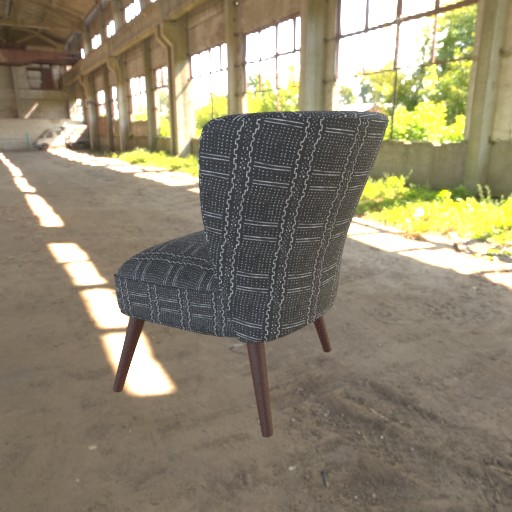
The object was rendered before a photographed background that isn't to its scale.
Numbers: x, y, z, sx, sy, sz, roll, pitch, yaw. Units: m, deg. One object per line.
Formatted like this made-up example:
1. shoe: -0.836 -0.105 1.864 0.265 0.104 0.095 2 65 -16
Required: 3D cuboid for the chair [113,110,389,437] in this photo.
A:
1. chair: 0.000 0.000 1.417 0.758 0.866 0.710 8 18 25
